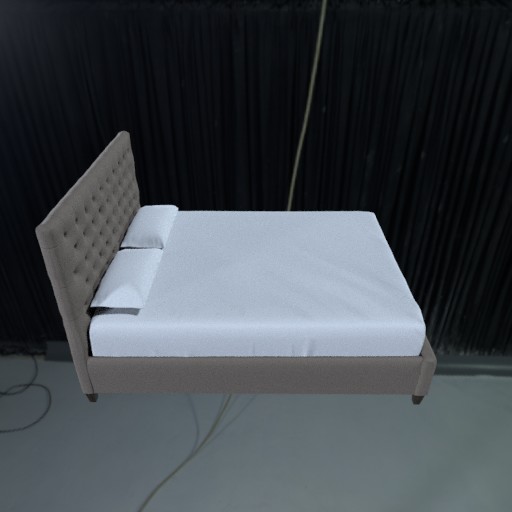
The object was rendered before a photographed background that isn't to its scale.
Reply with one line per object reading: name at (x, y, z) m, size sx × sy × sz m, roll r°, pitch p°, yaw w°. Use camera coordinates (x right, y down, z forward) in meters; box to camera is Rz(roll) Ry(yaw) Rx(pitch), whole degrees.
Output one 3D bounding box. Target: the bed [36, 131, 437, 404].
bed at (0.000, 0.000, 3.424) m, size 2.387 × 1.427 × 1.698 m, roll 0°, pitch 33°, yaw 1°
